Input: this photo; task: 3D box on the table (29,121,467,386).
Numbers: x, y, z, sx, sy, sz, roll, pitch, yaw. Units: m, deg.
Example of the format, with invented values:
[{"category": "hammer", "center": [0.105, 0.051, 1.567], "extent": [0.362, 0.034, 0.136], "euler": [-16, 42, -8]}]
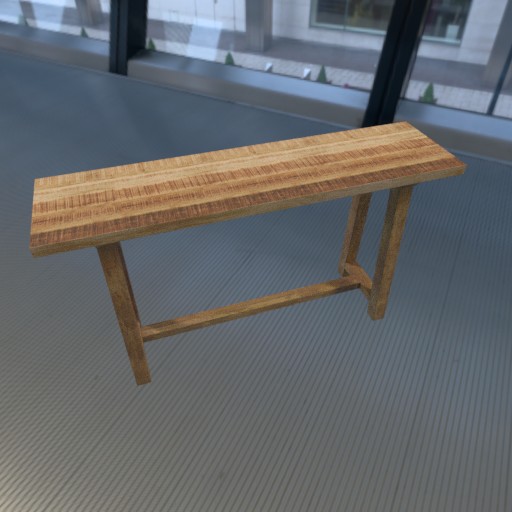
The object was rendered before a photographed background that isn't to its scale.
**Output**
[{"category": "table", "center": [0.000, 0.000, 1.880], "extent": [1.524, 0.810, 0.405], "euler": [-12, 42, -14]}]
